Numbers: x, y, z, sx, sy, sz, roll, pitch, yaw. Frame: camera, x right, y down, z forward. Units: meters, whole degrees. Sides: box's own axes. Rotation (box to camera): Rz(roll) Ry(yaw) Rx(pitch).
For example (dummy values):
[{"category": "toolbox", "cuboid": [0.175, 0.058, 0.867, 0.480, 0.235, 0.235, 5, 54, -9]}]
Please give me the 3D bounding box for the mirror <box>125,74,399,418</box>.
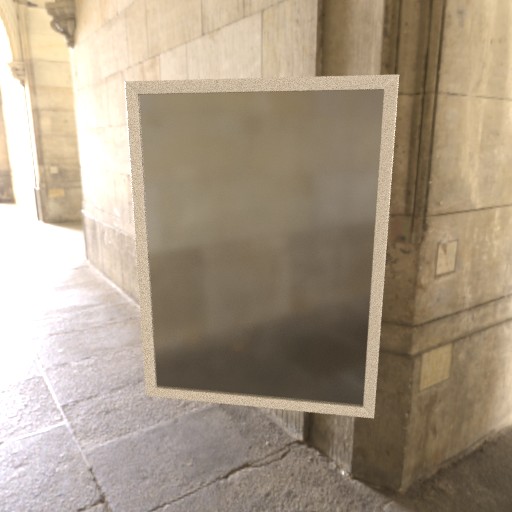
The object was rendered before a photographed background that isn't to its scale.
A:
[{"category": "mirror", "cuboid": [0.000, 0.000, 1.358, 0.762, 1.016, 0.040, 2, 14, 9]}]
